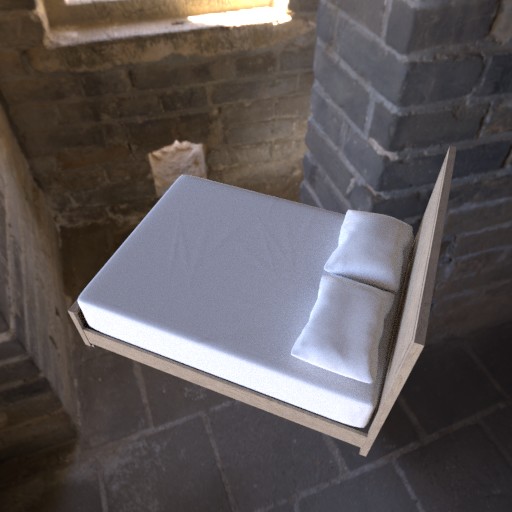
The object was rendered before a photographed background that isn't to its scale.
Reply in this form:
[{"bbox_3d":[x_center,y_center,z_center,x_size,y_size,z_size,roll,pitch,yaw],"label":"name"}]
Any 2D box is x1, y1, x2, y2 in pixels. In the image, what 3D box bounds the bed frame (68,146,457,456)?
[{"bbox_3d":[0.000,0.000,3.174,2.189,1.369,1.606,16,49,15],"label":"bed frame"}]
